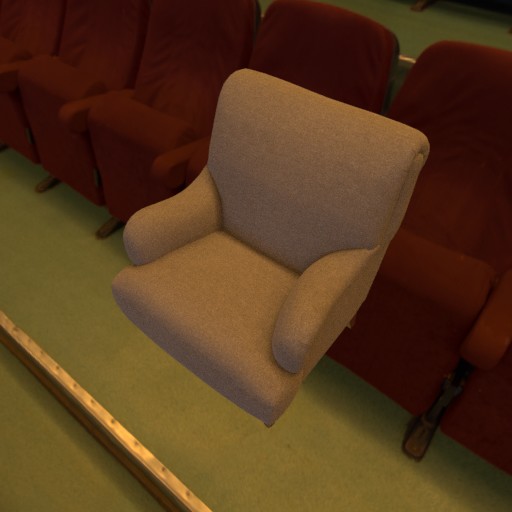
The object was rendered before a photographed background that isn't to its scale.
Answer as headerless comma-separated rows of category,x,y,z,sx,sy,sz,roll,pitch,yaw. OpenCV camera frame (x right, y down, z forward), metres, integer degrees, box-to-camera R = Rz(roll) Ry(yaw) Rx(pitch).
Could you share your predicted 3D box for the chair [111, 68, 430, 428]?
chair,0.000,0.000,1.590,0.766,0.942,0.843,30,55,25
